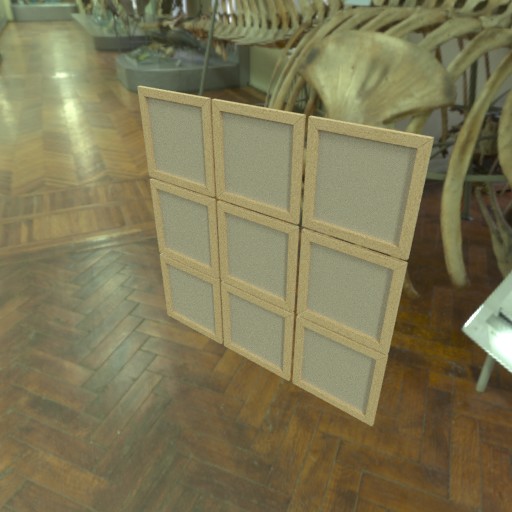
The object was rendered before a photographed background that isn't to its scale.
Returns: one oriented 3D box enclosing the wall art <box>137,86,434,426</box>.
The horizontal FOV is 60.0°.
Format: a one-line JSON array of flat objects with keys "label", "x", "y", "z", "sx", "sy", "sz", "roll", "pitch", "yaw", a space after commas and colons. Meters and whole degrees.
[{"label": "wall art", "x": 0.000, "y": 0.000, "z": 1.843, "sx": 1.217, "sy": 1.207, "sz": 0.016, "roll": 21, "pitch": 37, "yaw": 31}]
